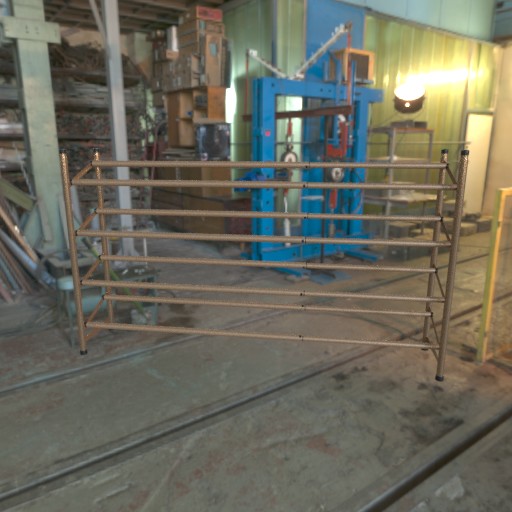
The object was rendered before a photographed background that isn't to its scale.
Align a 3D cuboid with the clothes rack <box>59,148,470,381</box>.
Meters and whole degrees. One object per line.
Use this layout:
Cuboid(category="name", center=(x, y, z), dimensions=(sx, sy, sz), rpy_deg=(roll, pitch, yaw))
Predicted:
Cuboid(category="clothes rack", center=(0.000, 0.000, 1.430), dimensions=(1.168, 0.672, 0.229), rpy_deg=(2, 14, 8))
